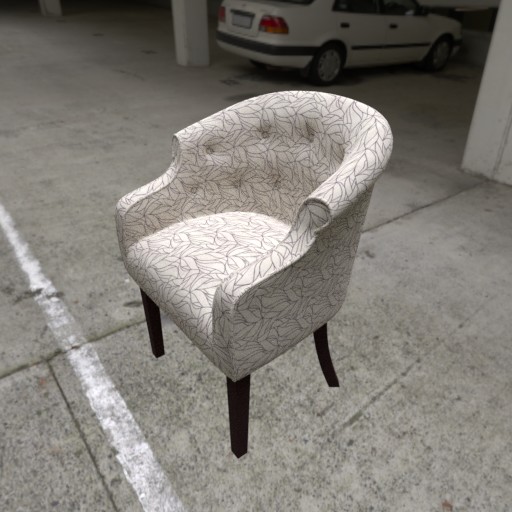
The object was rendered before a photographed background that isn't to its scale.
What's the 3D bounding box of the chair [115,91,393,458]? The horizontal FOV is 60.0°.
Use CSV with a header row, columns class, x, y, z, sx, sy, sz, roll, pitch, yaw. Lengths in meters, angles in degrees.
class,x,y,z,sx,sy,sz,roll,pitch,yaw
chair,0.000,0.000,1.311,0.613,0.858,0.686,-21,36,-32
